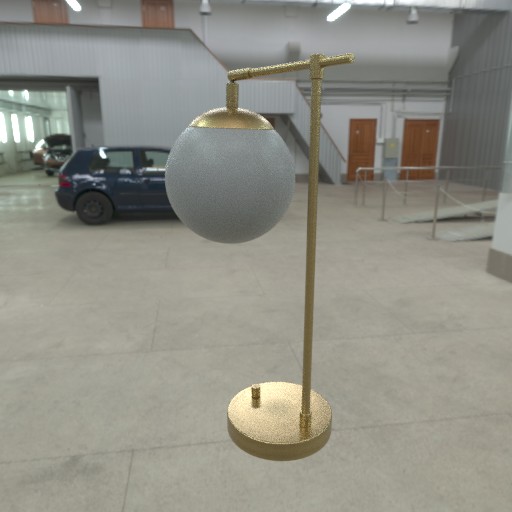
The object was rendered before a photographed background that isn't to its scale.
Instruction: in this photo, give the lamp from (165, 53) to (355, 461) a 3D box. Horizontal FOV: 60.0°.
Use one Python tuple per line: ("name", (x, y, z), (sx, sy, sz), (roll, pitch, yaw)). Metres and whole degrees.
("lamp", (0.000, 0.000, 0.699), (0.207, 0.559, 0.324), (-14, 20, -42))
